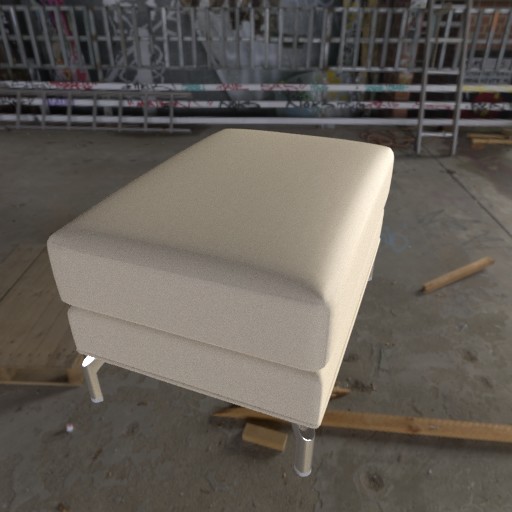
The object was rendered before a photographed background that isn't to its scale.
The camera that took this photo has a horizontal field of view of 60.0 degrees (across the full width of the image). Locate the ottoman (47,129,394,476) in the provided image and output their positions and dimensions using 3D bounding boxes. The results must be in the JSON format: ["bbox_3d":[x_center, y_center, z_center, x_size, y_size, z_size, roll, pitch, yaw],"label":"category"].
[{"bbox_3d":[0.000,0.000,1.194,0.581,0.497,0.835,12,33,18],"label":"ottoman"}]
